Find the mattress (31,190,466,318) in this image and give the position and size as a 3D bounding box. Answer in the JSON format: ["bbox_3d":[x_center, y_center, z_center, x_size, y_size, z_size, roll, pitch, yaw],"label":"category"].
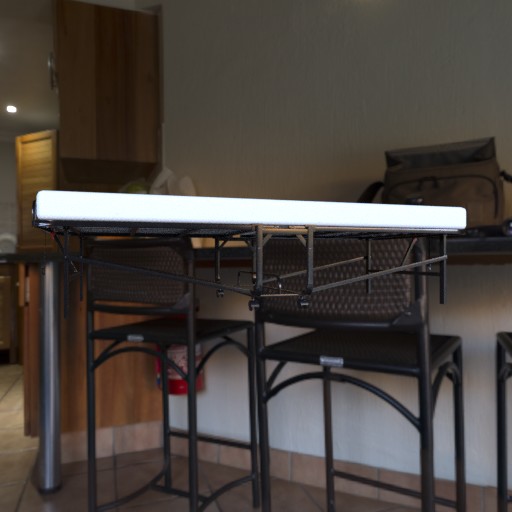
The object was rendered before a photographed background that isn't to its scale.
[{"bbox_3d":[0.000,0.000,2.474,2.153,0.519,0.922,0,0,-17],"label":"mattress"}]
